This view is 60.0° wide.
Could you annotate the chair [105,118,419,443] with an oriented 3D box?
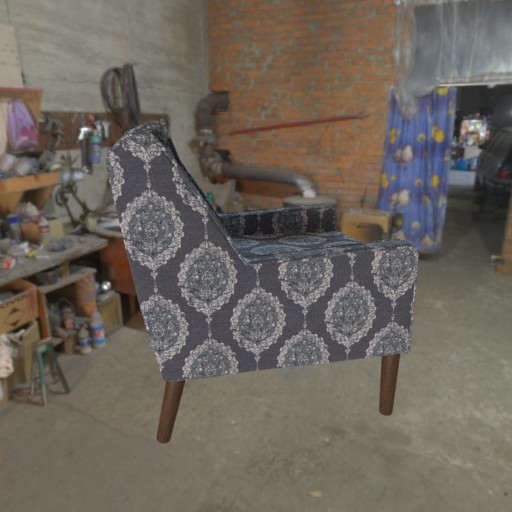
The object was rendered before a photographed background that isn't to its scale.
[{"bbox_3d":[0.000,0.000,1.343,0.743,0.792,0.663,-3,16,-10],"label":"chair"}]
